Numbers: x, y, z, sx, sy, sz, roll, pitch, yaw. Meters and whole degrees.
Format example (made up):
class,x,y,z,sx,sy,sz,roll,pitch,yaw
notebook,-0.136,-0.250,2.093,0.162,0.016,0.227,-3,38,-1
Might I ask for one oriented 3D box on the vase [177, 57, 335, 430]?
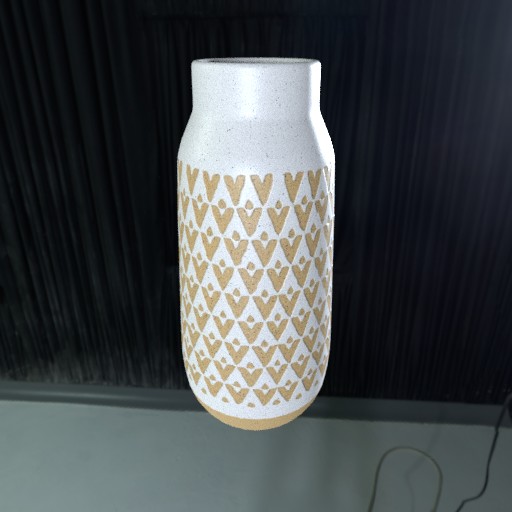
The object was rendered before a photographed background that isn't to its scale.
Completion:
class,x,y,z,sx,sy,sz,roll,pitch,yaw
vase,0.000,0.000,0.379,0.137,0.307,0.137,0,26,0
